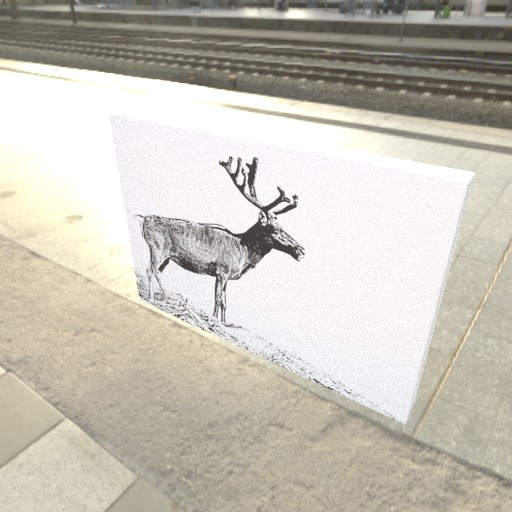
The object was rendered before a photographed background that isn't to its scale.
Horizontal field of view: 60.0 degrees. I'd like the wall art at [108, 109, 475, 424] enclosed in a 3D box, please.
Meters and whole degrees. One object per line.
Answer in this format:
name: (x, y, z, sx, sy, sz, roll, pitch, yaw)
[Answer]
wall art: (0.000, 0.000, 0.770, 0.608, 0.414, 0.042, 19, 36, 28)
